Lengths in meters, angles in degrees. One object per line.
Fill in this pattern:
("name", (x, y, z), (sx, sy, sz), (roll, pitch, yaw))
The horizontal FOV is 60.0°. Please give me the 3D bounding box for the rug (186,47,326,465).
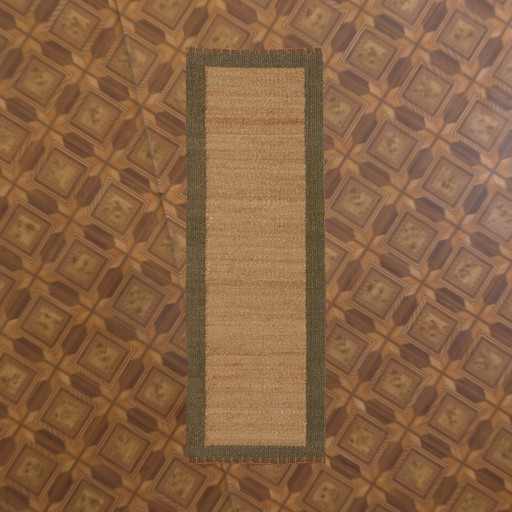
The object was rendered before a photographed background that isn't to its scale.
("rug", (0.000, 0.000, 2.563), (0.810, 0.016, 2.413), (0, 90, 0))
